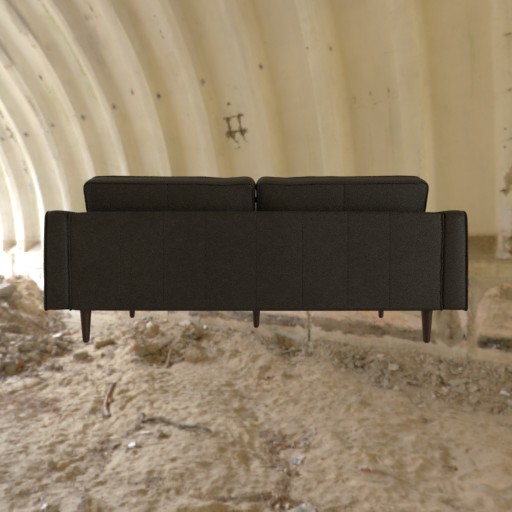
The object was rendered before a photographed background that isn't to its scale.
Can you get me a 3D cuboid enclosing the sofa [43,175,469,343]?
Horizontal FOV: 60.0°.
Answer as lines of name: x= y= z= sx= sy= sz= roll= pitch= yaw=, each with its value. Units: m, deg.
sofa: x=0.000 y=0.000 z=2.363 sx=1.879 sy=0.770 sz=0.921 roll=0 pitch=1 yaw=0
